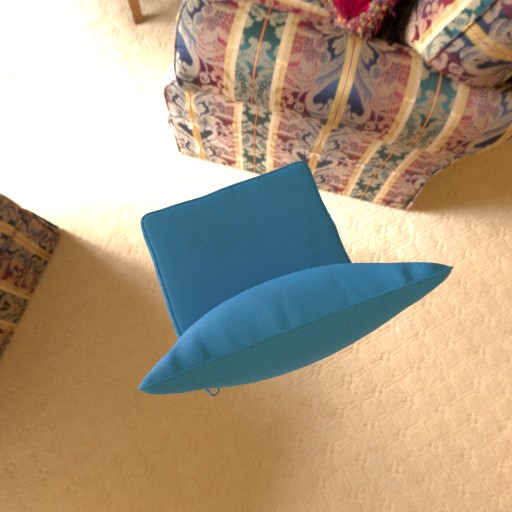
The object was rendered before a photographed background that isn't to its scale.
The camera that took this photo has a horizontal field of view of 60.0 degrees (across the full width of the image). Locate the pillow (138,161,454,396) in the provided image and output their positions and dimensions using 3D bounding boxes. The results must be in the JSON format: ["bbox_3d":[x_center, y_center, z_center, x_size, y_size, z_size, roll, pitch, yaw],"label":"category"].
[{"bbox_3d":[0.000,0.000,1.396,0.798,0.725,0.733,-20,75,-6],"label":"pillow"}]
